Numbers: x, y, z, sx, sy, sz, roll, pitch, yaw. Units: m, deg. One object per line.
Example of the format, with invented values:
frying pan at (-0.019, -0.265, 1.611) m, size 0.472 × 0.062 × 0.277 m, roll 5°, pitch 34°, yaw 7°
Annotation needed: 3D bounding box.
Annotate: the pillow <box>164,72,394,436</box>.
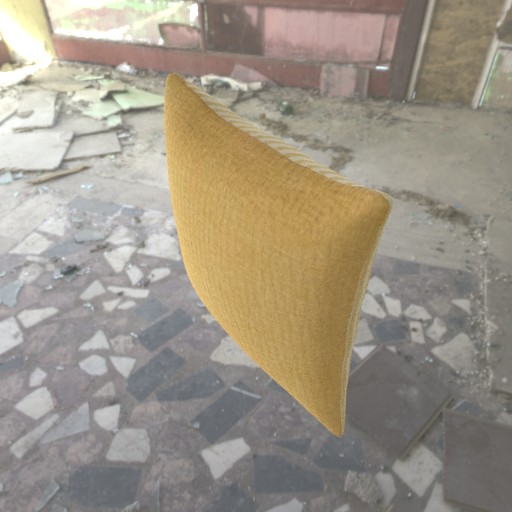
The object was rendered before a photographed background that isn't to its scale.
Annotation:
pillow at (0.000, 0.000, 0.640) m, size 0.173 × 0.407 × 0.419 m, roll -25°, pitch 47°, yaw -26°
